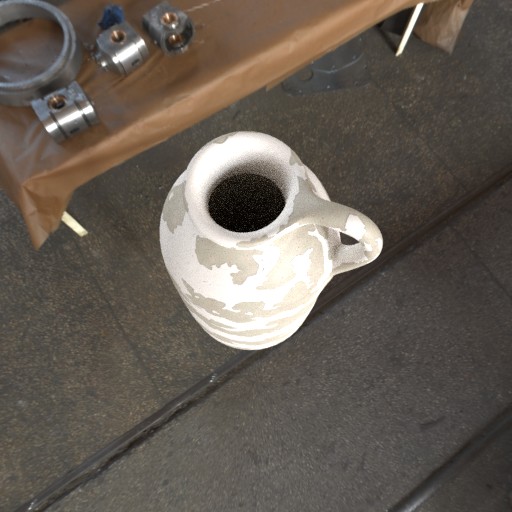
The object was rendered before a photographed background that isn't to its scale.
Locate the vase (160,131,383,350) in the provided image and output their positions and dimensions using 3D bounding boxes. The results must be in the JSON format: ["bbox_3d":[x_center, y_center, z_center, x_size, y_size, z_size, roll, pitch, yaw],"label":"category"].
[{"bbox_3d":[0.000,0.000,0.486,0.203,0.382,0.186,21,75,6],"label":"vase"}]
